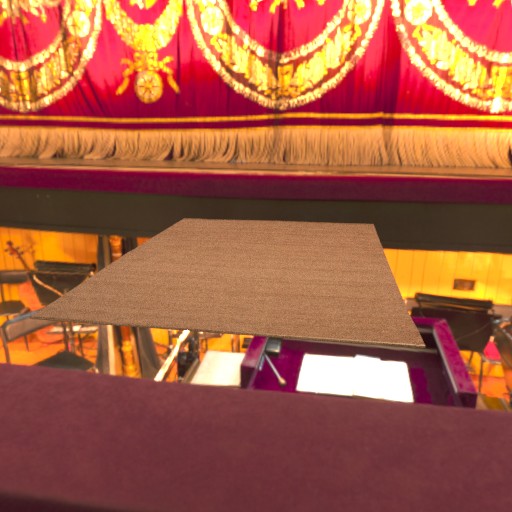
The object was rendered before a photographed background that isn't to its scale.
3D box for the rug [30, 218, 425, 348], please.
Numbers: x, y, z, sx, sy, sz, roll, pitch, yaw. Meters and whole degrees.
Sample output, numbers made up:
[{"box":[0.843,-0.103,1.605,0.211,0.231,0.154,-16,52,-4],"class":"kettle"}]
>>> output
[{"box":[0.000,0.000,4.904,2.873,0.053,3.778,3,17,9],"class":"rug"}]
